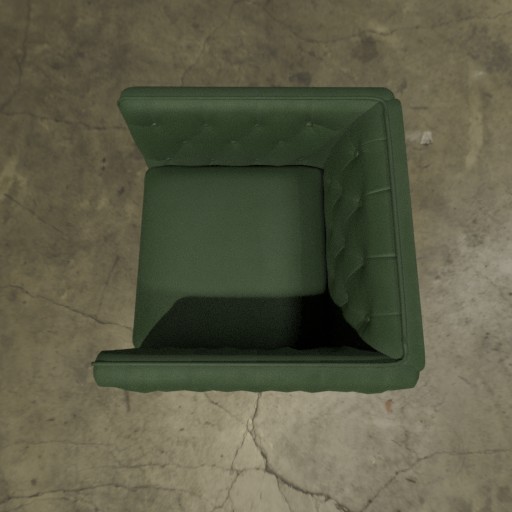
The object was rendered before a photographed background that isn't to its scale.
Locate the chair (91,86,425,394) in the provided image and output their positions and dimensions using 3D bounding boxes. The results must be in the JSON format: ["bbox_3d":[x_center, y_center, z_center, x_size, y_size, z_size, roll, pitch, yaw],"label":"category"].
[{"bbox_3d":[0.000,0.000,1.565,0.855,0.768,0.917,0,75,0],"label":"chair"}]
